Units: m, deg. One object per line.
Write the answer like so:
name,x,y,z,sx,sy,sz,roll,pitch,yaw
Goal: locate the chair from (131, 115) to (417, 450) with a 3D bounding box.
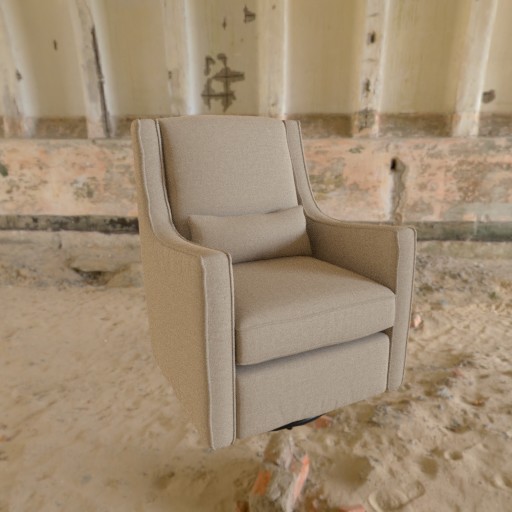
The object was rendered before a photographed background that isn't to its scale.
chair,0.000,0.000,1.613,0.732,0.993,0.879,-8,18,-26
